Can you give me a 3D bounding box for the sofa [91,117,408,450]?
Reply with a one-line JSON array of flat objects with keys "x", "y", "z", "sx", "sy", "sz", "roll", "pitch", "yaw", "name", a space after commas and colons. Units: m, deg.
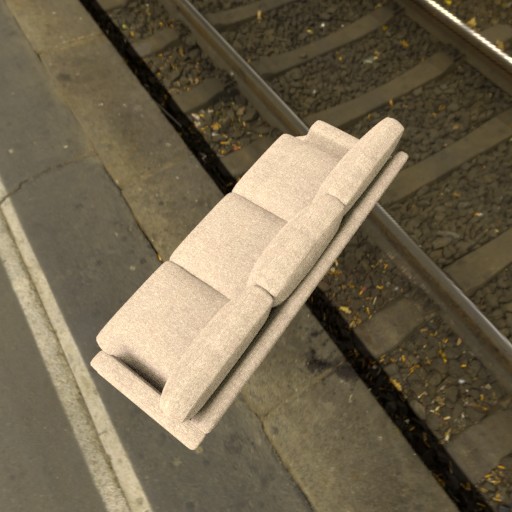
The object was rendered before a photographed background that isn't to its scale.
[{"x": 0.000, "y": 0.000, "z": 2.677, "sx": 0.888, "sy": 0.984, "sz": 2.115, "roll": 33, "pitch": 67, "yaw": 16, "name": "sofa"}]
